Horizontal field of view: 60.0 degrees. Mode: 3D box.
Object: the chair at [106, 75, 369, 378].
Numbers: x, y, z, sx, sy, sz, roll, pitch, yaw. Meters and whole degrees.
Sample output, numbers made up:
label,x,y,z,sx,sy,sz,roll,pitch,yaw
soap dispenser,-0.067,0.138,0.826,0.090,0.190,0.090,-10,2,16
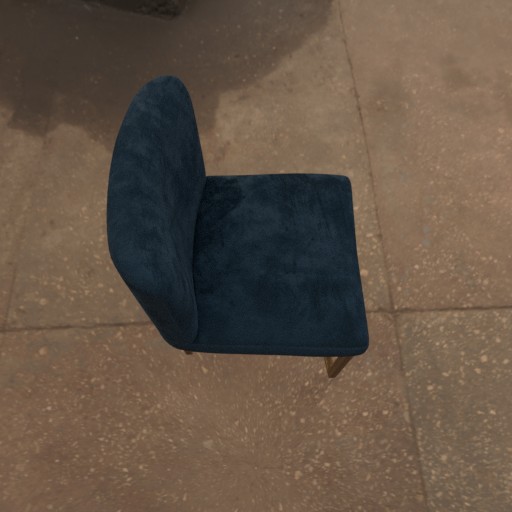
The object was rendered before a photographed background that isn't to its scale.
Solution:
label,x,y,z,sx,sy,sz,roll,pitch,yaw
chair,0.000,0.000,1.188,0.560,0.824,0.530,0,64,0
